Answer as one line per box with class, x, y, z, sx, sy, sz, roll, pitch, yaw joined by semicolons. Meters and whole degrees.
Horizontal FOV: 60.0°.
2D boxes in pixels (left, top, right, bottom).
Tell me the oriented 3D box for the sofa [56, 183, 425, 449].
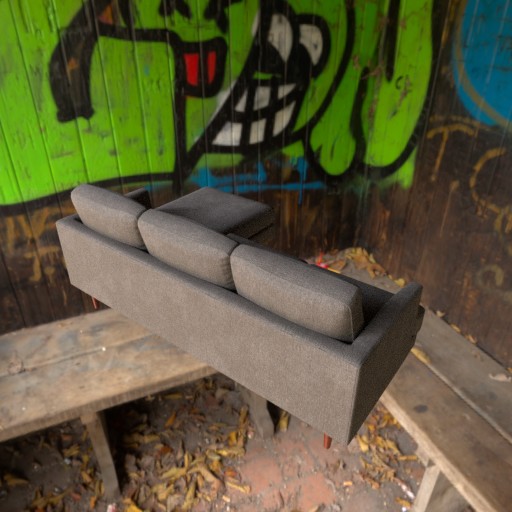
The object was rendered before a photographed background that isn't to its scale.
sofa;0.000;0.000;2.992;2.233;0.956;1.504;21;37;31
